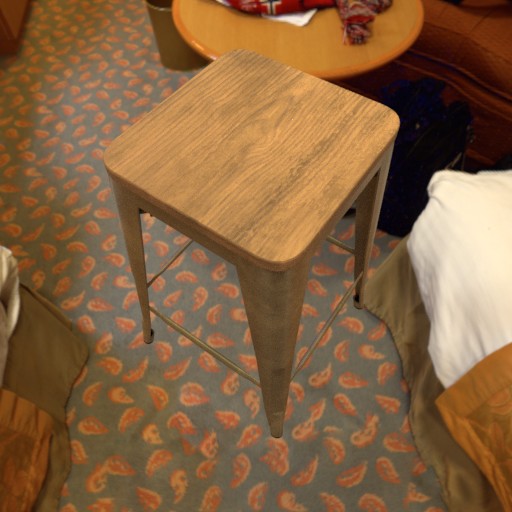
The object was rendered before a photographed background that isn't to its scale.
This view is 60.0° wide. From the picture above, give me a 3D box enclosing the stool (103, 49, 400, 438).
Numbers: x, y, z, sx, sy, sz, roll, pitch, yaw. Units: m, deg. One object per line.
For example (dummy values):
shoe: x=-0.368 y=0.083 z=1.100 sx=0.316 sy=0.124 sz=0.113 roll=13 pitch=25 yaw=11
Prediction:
stool: x=0.000 y=0.000 z=0.868 sx=0.407 sy=0.607 sz=0.407 roll=30 pitch=62 yaw=18
